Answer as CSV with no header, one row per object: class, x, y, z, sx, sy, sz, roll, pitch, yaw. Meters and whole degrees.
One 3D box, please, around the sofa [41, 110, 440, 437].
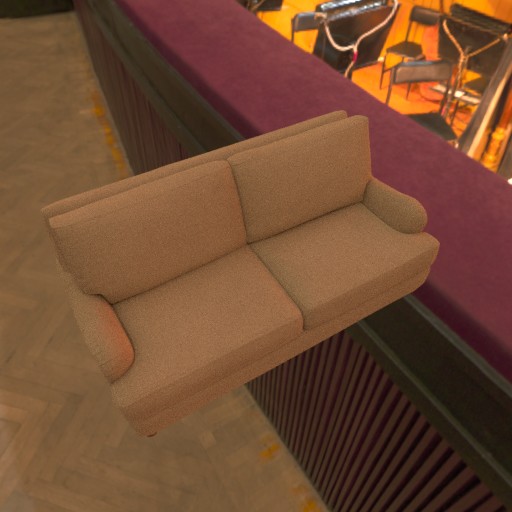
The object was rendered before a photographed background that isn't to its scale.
sofa,0.000,0.000,2.624,2.070,0.997,1.091,-24,51,-21
